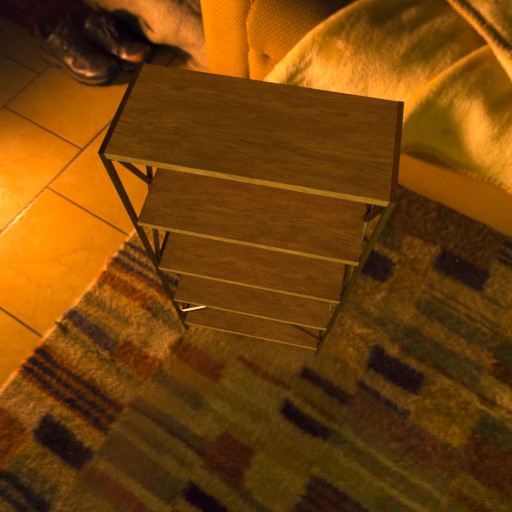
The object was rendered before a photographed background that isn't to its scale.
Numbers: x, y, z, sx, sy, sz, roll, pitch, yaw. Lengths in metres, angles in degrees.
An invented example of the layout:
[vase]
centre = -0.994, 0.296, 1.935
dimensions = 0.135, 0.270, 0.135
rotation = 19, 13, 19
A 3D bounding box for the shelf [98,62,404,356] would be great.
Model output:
[shelf]
centre = 0.000, 0.000, 2.160
dimensions = 0.874, 1.803, 0.386
rotation = 11, 65, 5
